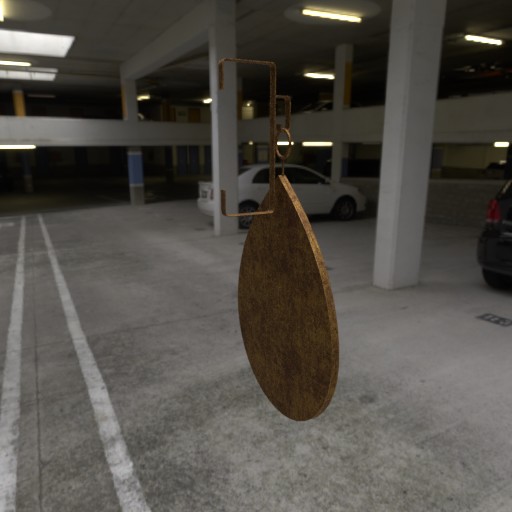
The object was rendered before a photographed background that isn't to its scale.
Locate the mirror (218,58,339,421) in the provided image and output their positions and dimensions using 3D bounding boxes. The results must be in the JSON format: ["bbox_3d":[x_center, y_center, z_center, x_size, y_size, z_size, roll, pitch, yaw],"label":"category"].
[{"bbox_3d":[0.000,0.000,0.916,0.144,0.744,0.405,-7,16,-26],"label":"mirror"}]
